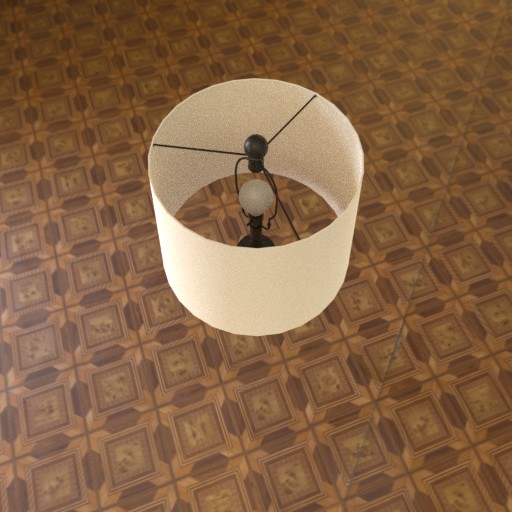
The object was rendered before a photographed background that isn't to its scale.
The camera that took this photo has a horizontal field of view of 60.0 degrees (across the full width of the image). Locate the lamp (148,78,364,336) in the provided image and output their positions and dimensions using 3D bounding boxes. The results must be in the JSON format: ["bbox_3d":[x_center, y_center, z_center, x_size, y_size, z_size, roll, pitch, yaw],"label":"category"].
[{"bbox_3d":[0.000,0.000,0.869,0.349,0.667,0.349,0,63,0],"label":"lamp"}]
